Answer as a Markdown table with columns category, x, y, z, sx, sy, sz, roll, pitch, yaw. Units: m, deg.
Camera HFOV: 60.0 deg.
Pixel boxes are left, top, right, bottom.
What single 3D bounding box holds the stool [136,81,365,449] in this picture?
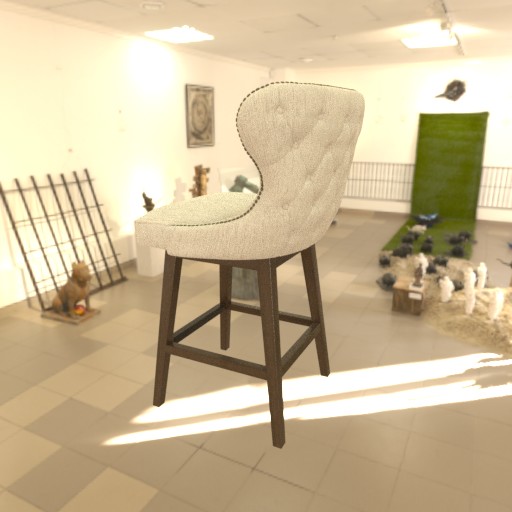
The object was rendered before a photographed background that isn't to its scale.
| category | x | y | z | sx | sy | sz | roll | pitch | yaw |
| --- | --- | --- | --- | --- | --- | --- | --- | --- | --- |
| stool | 0.000 | 0.000 | 1.394 | 0.597 | 0.972 | 0.615 | 8 | 18 | 26 |
